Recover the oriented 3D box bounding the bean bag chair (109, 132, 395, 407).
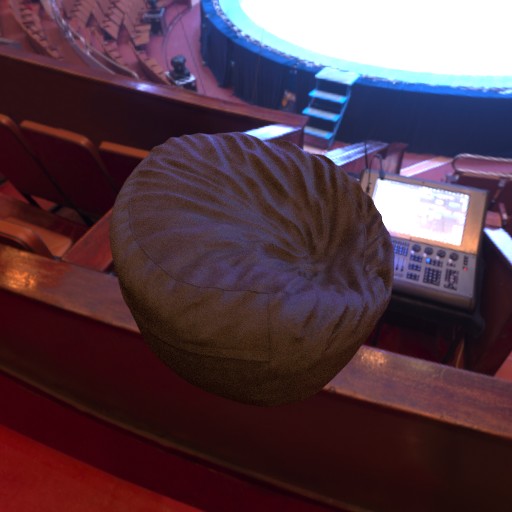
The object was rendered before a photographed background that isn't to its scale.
[{"bbox_3d":[0.000,0.000,2.079,1.245,0.821,1.245,0,45,0],"label":"bean bag chair"}]
